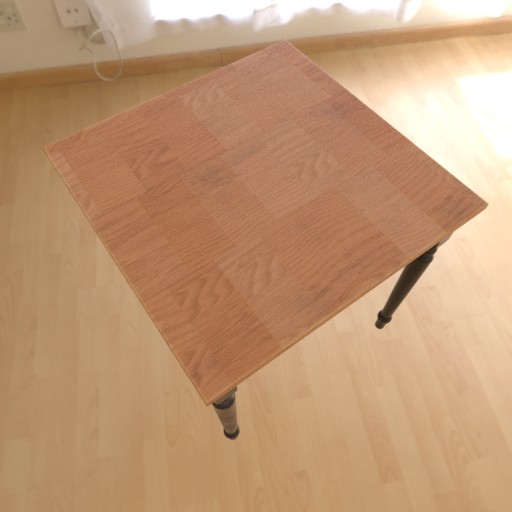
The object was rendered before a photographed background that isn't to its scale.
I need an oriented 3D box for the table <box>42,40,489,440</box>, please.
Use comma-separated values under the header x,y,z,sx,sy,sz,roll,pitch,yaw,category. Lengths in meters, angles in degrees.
x,y,z,sx,sy,sz,roll,pitch,yaw,category
0.000,0.000,1.350,0.747,0.738,0.747,-32,64,-17,table
